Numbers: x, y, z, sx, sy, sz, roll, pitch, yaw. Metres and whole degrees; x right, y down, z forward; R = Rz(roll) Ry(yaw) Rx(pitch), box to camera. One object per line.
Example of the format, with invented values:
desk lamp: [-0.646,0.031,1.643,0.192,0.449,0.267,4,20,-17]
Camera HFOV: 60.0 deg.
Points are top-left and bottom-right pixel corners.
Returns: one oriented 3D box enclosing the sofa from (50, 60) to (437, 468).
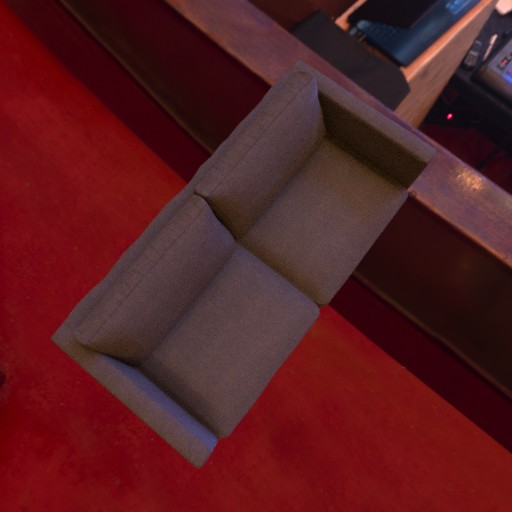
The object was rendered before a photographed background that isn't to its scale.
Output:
sofa: [0.000,0.000,2.466,0.953,0.855,1.982,37,78,9]
